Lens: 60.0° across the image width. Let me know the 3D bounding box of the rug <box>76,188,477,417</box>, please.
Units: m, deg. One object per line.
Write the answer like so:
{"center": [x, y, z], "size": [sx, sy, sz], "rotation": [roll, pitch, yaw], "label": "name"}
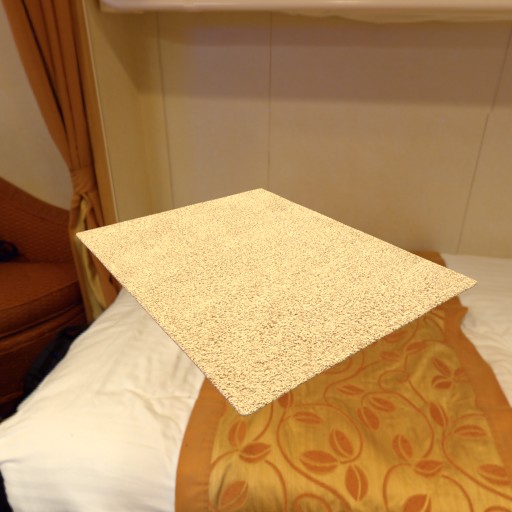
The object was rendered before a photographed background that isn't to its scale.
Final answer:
{"center": [0.000, 0.000, 4.188], "size": [2.438, 0.029, 3.047], "rotation": [-19, 33, -32], "label": "rug"}
